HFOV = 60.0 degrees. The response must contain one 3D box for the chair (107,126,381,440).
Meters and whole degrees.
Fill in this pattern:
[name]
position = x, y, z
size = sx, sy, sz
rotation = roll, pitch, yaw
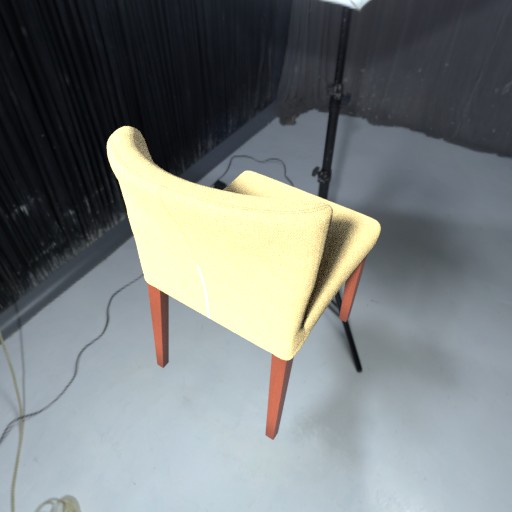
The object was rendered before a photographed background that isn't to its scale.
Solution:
[chair]
position = 0.000, 0.000, 1.186
size = 0.491, 0.839, 0.589
rotation = 26, 51, 22
